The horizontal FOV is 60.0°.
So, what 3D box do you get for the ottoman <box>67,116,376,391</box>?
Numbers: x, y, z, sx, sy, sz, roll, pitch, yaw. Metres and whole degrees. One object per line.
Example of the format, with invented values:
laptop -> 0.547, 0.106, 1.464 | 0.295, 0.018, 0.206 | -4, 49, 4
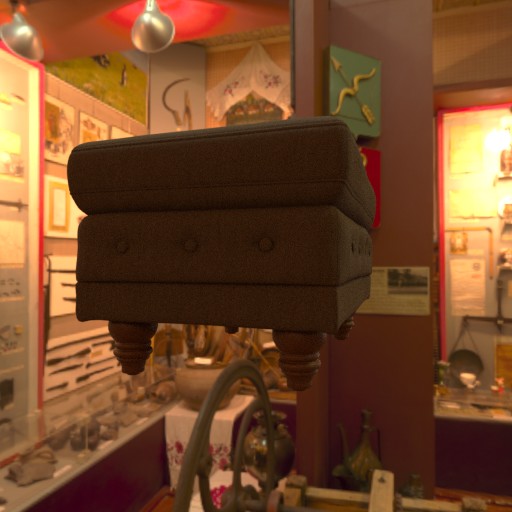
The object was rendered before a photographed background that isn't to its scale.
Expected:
ottoman -> 0.000, 0.000, 1.141 | 0.569, 0.500, 0.771 | 0, -1, 19
